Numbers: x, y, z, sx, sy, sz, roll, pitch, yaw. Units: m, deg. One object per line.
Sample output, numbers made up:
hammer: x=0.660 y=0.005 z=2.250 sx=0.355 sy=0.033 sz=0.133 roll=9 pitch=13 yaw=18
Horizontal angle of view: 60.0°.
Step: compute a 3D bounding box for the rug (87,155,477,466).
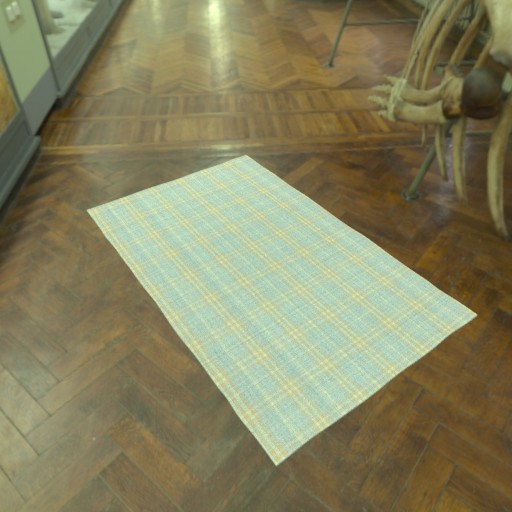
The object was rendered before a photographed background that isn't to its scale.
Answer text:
rug: x=0.000 y=0.000 z=3.090 sx=1.545 sy=0.016 sz=2.460 roll=-25 pitch=47 yaw=-26
